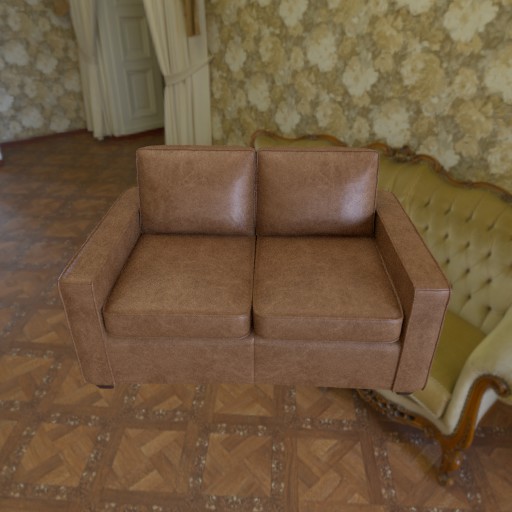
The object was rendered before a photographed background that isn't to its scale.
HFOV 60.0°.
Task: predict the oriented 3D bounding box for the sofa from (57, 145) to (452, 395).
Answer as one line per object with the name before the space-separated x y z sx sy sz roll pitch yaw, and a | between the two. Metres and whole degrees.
sofa | 0.000 0.000 2.167 1.532 0.896 1.020 1 31 2
